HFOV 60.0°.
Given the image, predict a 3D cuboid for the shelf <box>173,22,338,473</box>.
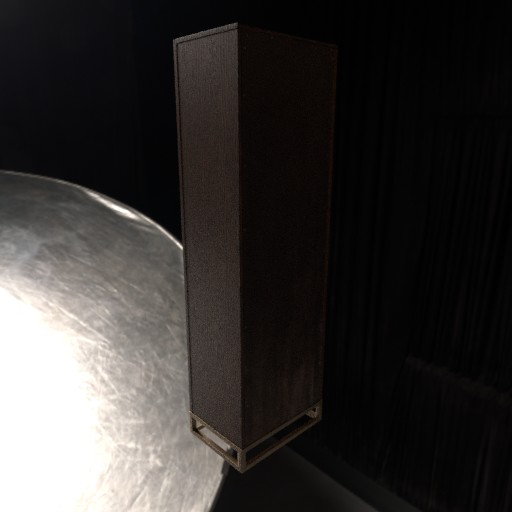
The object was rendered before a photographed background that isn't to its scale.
[{"bbox_3d":[0.000,0.000,1.964,0.539,1.732,0.395,-14,21,-41],"label":"shelf"}]
